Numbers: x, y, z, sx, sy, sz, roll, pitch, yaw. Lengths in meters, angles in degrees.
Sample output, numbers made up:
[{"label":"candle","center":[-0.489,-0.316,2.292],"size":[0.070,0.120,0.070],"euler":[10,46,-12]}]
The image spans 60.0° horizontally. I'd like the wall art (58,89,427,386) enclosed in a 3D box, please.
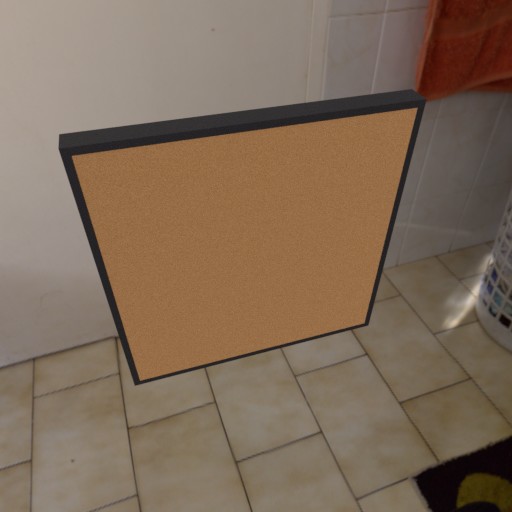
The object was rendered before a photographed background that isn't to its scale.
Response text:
[{"label":"wall art","center":[0.000,0.000,0.770],"size":[0.509,0.509,0.040],"euler":[-12,43,-13]}]
